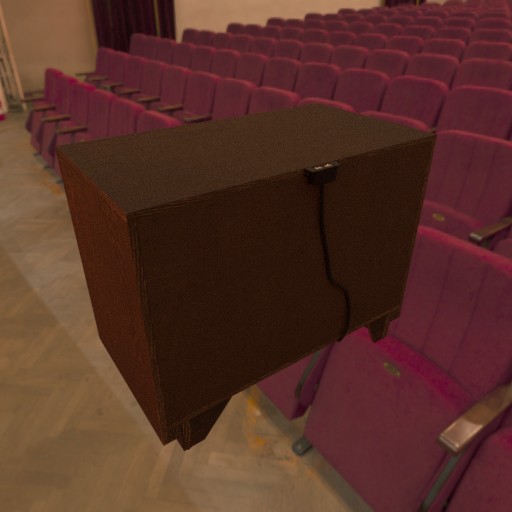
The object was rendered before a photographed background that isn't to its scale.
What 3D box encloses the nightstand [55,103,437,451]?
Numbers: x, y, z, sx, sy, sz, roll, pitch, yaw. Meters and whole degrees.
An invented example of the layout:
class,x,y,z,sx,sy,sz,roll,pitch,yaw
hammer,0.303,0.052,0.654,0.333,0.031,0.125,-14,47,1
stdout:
class,x,y,z,sx,sy,sz,roll,pitch,yaw
nightstand,0.000,0.000,1.168,0.775,0.612,0.457,-20,36,-30
